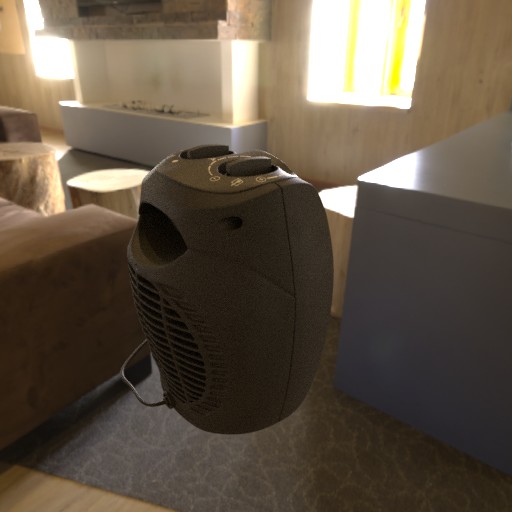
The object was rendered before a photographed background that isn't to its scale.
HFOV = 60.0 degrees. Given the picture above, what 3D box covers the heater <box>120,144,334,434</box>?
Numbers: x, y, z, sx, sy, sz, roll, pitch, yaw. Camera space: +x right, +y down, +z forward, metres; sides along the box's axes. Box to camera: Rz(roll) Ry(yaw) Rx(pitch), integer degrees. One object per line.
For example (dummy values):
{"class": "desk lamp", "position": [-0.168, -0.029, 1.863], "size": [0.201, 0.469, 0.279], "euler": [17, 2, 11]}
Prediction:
{"class": "heater", "position": [0.000, 0.000, 0.463], "size": [0.291, 0.240, 0.239], "euler": [-18, 31, -33]}
